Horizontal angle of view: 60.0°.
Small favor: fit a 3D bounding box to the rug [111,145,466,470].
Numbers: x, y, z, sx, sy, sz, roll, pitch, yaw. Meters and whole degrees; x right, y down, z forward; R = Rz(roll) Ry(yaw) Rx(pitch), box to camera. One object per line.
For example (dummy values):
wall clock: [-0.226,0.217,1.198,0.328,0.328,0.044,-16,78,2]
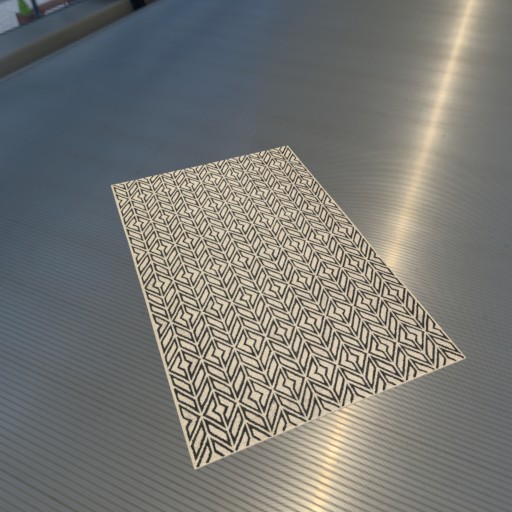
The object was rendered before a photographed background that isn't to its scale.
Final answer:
rug: [0.000,0.000,2.346,1.220,0.007,1.828,-16,48,-15]
